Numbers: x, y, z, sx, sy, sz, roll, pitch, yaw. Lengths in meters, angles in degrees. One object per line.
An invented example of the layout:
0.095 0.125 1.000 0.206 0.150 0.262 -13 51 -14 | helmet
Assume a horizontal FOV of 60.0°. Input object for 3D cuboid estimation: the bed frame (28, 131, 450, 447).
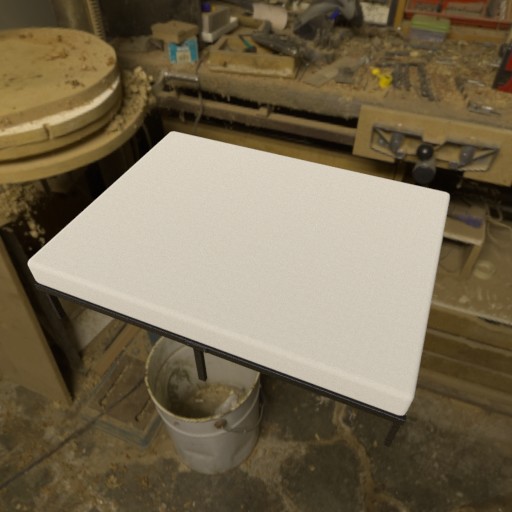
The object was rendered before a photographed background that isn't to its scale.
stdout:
0.000 0.000 3.546 2.635 0.680 1.990 16 47 16 | bed frame
